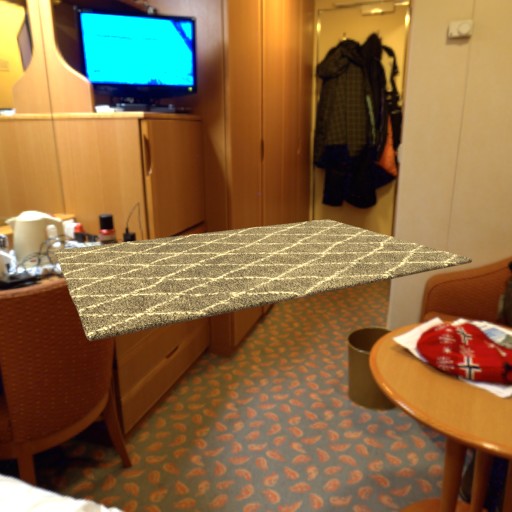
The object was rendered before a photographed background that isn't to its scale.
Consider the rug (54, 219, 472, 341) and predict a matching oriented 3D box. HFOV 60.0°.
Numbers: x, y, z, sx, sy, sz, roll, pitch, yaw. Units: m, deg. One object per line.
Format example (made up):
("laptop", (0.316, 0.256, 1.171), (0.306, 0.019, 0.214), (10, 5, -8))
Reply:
("rug", (0.000, 0.000, 3.445), (2.743, 0.030, 1.778), (-8, 18, -27))
